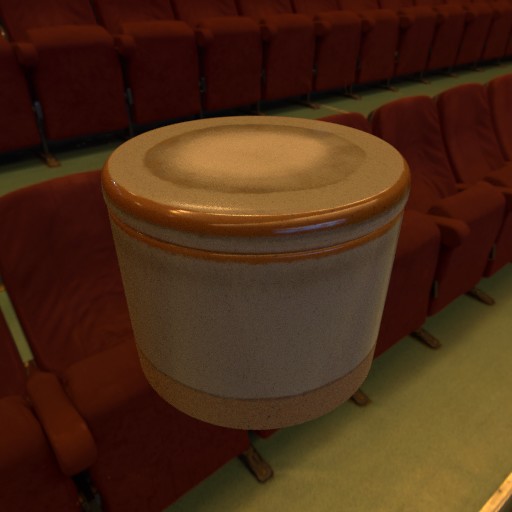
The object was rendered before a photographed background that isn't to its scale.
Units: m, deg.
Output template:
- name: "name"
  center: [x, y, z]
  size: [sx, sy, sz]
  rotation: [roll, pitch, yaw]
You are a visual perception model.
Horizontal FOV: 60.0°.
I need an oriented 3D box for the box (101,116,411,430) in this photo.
- name: "box"
  center: [0.000, 0.000, 0.206]
  size: [0.123, 0.100, 0.123]
  rotation: [0, 31, 0]
